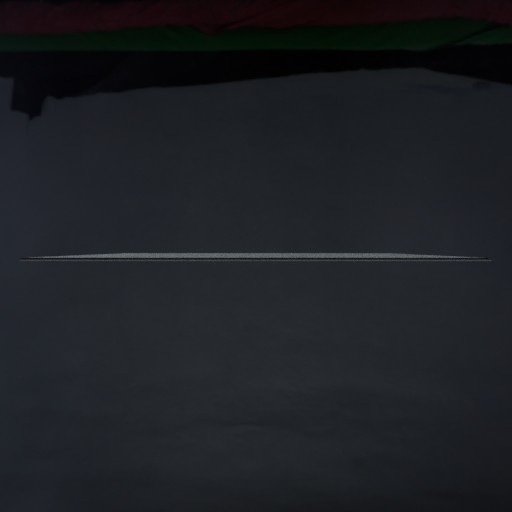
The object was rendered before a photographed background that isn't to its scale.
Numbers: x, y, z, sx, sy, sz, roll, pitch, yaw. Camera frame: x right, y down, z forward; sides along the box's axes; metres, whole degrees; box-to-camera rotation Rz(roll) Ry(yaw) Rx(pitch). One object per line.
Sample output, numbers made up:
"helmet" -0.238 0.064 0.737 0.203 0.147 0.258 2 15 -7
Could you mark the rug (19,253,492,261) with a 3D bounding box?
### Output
"rug" 0.000 0.000 2.846 2.197 0.014 1.586 0 1 1
